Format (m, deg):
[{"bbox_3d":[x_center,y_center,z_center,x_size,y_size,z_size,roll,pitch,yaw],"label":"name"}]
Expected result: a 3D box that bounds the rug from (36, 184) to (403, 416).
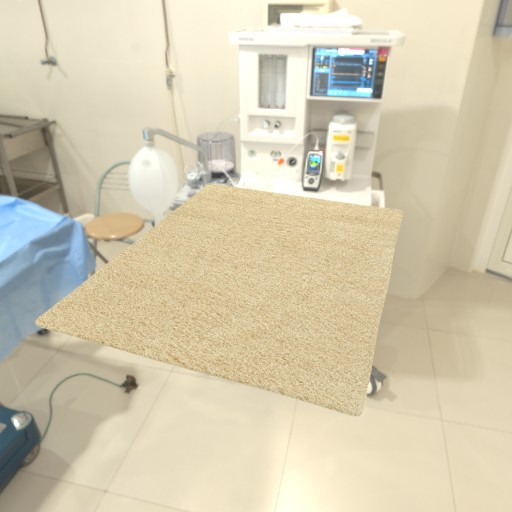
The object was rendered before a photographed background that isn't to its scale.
[{"bbox_3d":[0.000,0.000,4.103,2.401,0.025,3.001,11,32,17],"label":"rug"}]
